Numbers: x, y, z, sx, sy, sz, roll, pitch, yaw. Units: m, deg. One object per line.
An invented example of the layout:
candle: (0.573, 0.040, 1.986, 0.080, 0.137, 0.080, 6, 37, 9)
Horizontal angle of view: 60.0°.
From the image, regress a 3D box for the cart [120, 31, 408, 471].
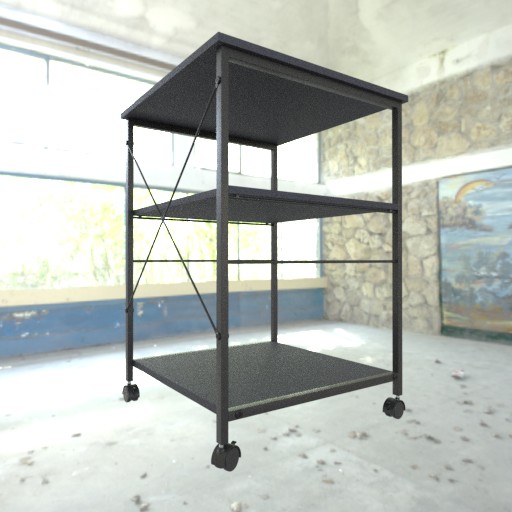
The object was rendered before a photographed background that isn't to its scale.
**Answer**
cart: (0.000, 0.000, 1.116, 0.520, 0.762, 0.521, 0, 0, -35)
